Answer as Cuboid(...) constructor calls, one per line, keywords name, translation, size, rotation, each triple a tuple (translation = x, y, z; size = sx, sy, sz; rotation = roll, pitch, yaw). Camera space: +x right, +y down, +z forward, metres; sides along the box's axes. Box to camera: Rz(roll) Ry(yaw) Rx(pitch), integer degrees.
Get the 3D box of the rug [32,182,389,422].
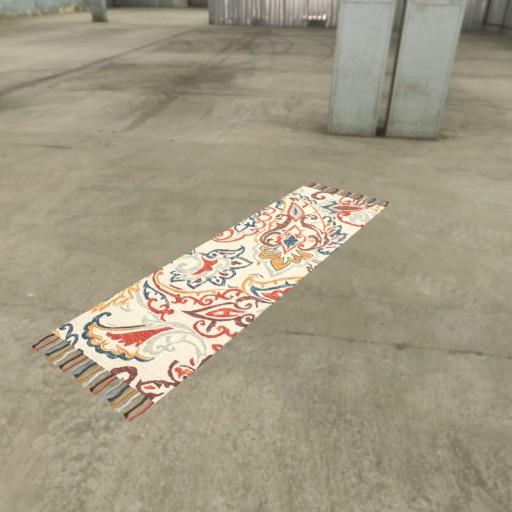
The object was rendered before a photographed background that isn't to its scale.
Cuboid(name="rug", translation=(0.000, 0.000, 2.890), size=(0.763, 0.015, 2.682), rotation=(21, 36, 31))
